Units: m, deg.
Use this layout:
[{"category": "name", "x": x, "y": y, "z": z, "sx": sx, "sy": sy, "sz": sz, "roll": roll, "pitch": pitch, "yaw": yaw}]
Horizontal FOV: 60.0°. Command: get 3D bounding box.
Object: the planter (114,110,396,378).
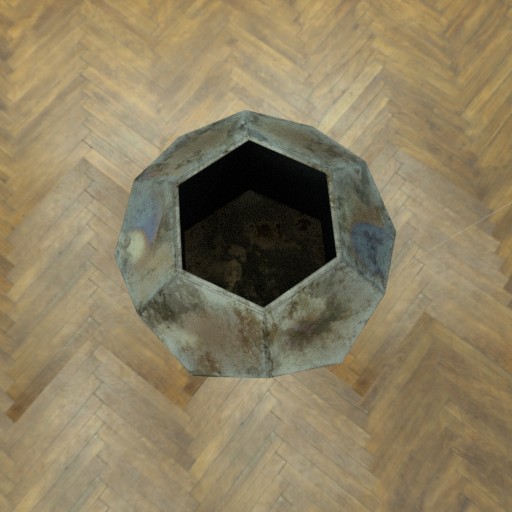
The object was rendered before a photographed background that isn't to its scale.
[{"category": "planter", "x": 0.000, "y": 0.000, "z": 0.430, "sx": 0.243, "sy": 0.238, "sz": 0.221, "roll": -5, "pitch": 78, "yaw": -1}]
